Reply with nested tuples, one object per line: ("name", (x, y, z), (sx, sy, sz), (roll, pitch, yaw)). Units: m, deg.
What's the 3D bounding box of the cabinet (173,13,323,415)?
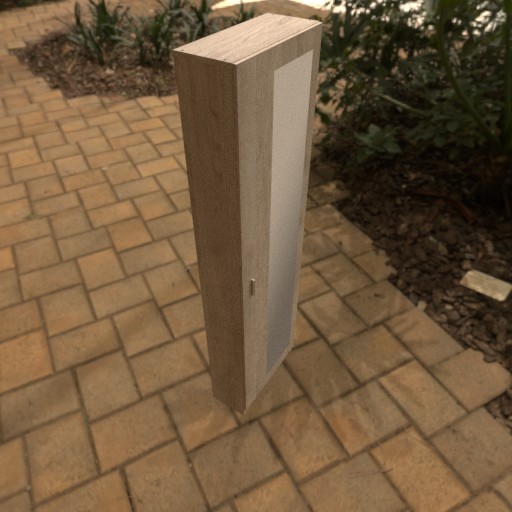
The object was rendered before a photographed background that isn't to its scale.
("cabinet", (0.000, 0.000, 1.940), (0.230, 1.790, 0.500), (23, 46, 24))
